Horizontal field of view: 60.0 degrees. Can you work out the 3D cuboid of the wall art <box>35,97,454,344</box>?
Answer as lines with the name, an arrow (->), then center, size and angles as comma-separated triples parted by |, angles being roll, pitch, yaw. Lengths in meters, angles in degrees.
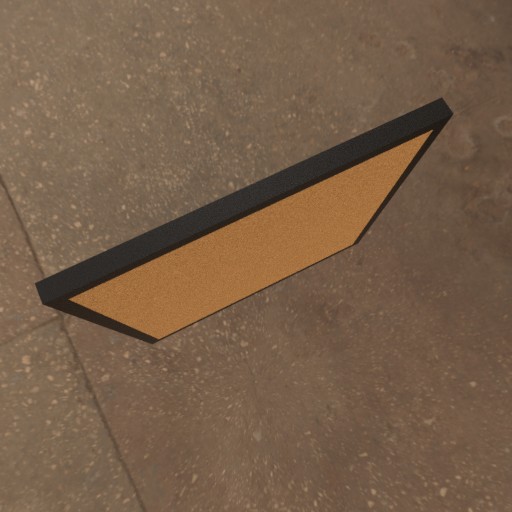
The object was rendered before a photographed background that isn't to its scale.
wall art -> 0.000, 0.000, 1.107 | 0.762, 0.762, 0.038 | -26, 76, -7
